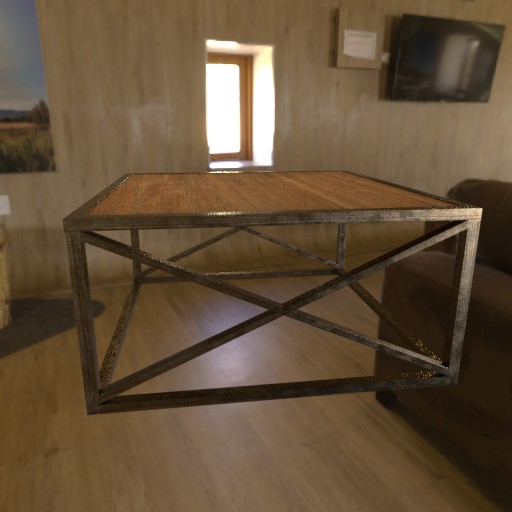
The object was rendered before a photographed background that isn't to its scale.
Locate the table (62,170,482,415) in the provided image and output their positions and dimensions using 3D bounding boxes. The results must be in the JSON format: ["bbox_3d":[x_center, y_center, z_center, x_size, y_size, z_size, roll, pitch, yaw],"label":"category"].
[{"bbox_3d":[0.000,0.000,1.429,0.899,0.451,0.909,-2,16,-8],"label":"table"}]
